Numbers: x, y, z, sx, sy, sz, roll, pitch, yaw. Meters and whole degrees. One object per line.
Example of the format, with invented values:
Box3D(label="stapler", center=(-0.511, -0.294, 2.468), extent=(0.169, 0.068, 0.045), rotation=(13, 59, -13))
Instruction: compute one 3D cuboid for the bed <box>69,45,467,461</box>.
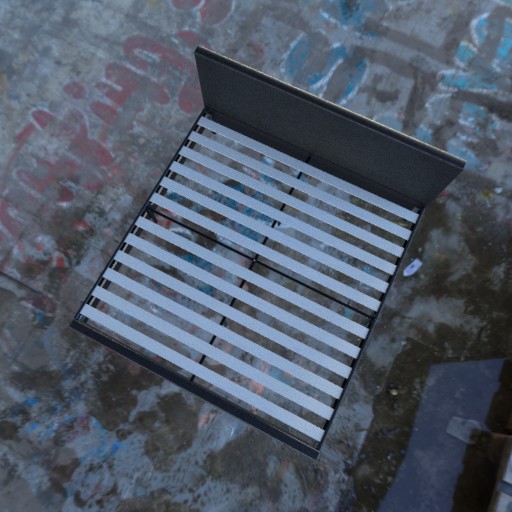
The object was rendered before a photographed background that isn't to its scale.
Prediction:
Box3D(label="bed", center=(0.000, 0.000, 3.261), extent=(2.018, 1.046, 2.152), rotation=(26, 76, 7))
